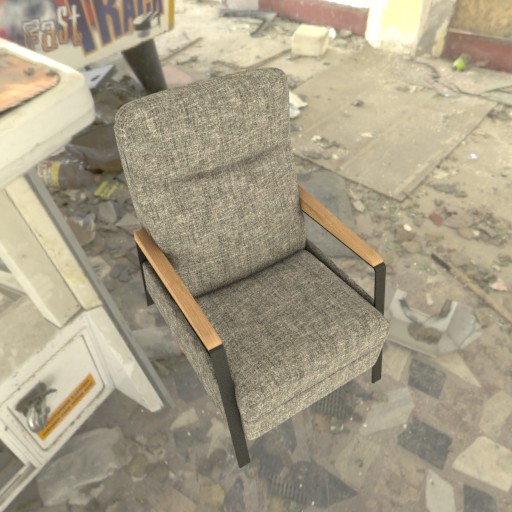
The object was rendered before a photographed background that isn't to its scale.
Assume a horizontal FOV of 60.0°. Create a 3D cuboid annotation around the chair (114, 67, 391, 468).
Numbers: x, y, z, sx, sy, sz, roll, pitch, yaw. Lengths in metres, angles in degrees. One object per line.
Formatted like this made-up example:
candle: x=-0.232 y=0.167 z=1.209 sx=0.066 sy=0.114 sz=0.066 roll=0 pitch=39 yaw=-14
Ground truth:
chair: x=0.000 y=0.000 z=1.588 sx=0.671 sy=1.042 sz=0.868 roll=-24 pitch=50 yaw=-22
